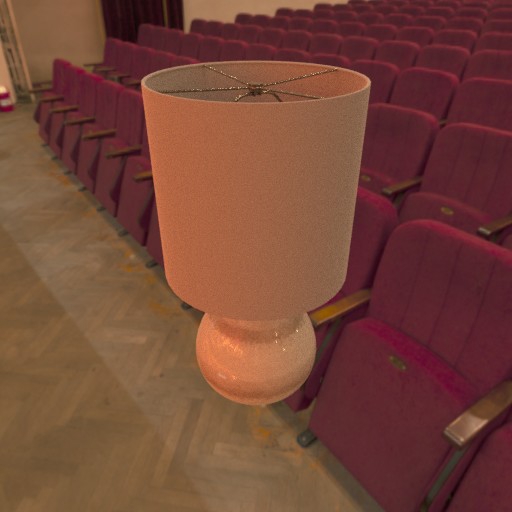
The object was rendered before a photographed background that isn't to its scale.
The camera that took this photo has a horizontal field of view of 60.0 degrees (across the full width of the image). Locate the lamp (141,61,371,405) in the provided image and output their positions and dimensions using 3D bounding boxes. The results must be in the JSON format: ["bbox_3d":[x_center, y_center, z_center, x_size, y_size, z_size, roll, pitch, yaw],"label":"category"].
[{"bbox_3d":[0.000,0.000,0.533,0.217,0.404,0.217,-20,37,-29],"label":"lamp"}]
